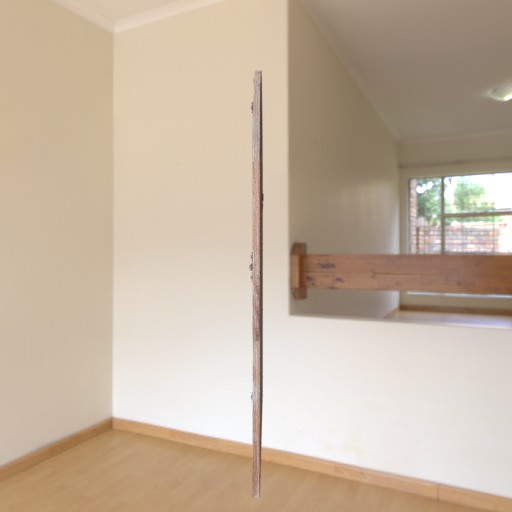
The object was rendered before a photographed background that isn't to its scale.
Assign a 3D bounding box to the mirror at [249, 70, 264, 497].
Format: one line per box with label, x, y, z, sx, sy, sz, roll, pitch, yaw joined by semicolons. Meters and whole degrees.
mirror;0.000;0.000;1.146;0.032;0.915;0.609;0;0;1
